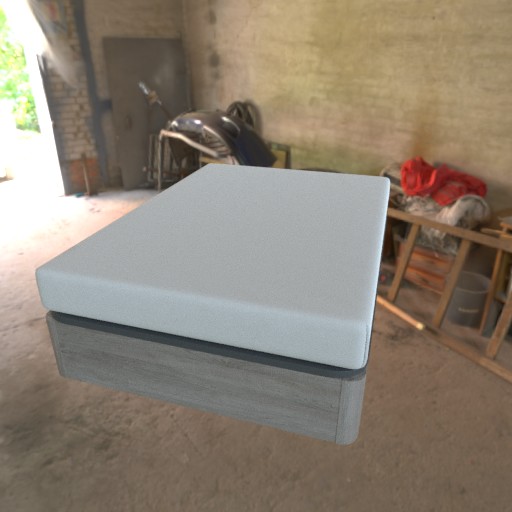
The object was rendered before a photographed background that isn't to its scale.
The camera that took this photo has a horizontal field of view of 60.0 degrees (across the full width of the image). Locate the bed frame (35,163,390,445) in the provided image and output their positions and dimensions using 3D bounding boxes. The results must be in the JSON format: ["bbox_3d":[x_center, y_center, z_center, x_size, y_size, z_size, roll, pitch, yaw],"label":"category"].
[{"bbox_3d":[0.000,0.000,2.579,1.400,0.561,1.900,8,27,16],"label":"bed frame"}]
